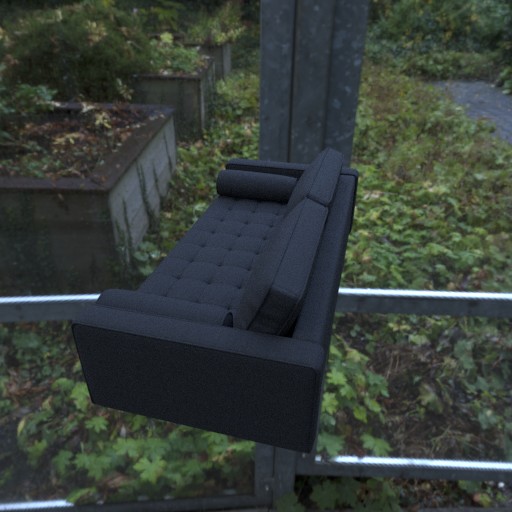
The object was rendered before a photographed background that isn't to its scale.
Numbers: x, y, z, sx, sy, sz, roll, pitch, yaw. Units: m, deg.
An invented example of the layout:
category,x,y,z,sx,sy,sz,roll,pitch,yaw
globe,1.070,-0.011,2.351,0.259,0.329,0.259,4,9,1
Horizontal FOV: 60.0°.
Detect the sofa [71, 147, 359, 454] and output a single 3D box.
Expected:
category,x,y,z,sx,sy,sz,roll,pitch,yaw
sofa,0.000,0.000,2.334,0.914,0.759,1.875,8,32,13
